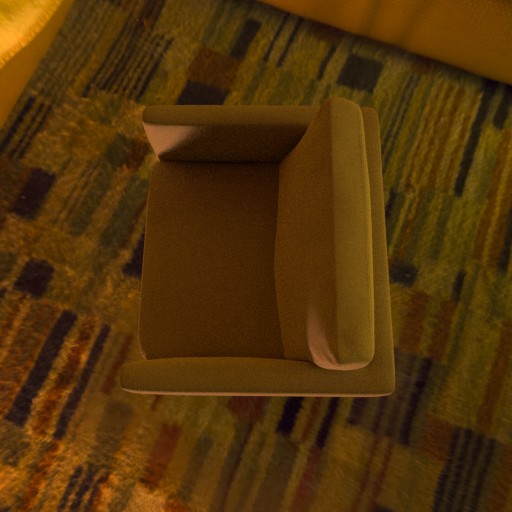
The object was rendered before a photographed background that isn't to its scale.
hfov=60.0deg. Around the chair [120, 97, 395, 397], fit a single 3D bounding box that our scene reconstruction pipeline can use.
[{"bbox_3d":[0.000,0.000,1.861,0.959,0.961,1.107,1,76,0],"label":"chair"}]
